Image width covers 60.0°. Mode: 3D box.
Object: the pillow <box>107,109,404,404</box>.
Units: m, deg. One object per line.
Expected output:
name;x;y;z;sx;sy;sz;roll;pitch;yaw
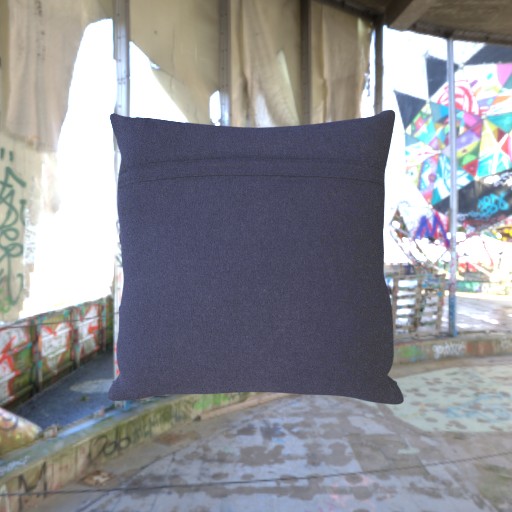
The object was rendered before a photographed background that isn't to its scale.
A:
pillow;0.000;0.000;0.666;0.439;0.440;0.183;0;0;-1
